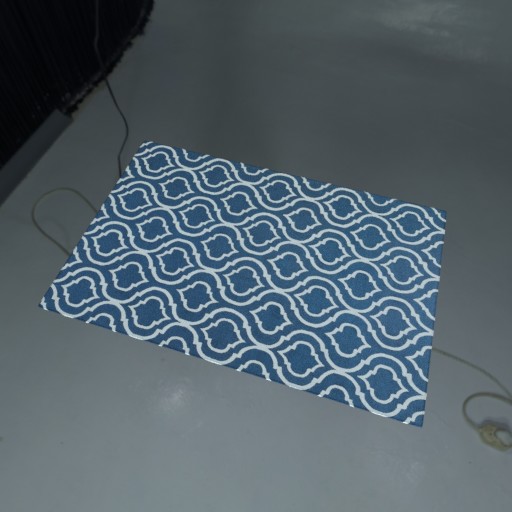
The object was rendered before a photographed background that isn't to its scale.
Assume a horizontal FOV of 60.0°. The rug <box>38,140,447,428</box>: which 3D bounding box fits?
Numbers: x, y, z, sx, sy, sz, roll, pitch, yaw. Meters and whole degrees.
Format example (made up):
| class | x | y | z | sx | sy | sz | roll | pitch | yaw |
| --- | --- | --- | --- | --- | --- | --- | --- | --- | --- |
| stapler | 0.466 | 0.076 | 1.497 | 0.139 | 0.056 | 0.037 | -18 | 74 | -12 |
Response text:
| class | x | y | z | sx | sy | sz | roll | pitch | yaw |
| --- | --- | --- | --- | --- | --- | --- | --- | --- | --- |
| rug | 0.000 | 0.000 | 2.194 | 1.753 | 0.010 | 1.143 | 15 | 59 | 9 |
